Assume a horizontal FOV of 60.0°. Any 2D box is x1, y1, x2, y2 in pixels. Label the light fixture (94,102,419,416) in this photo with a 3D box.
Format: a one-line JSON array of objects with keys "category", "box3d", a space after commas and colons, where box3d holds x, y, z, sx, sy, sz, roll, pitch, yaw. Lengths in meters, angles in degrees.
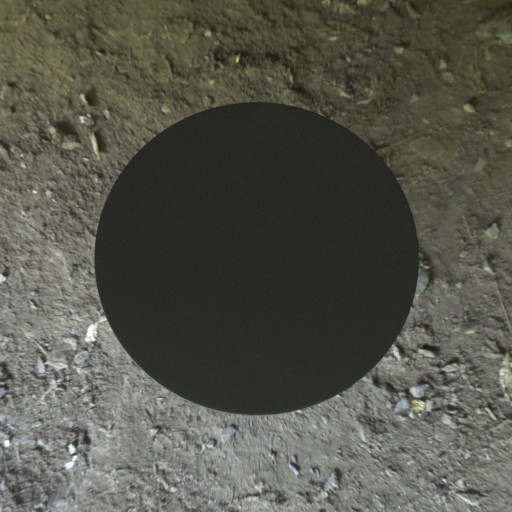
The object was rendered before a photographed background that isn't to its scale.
[{"category": "light fixture", "box3d": [0.000, 0.000, 0.532, 0.356, 0.102, 0.356, 0, 75, 0]}]
